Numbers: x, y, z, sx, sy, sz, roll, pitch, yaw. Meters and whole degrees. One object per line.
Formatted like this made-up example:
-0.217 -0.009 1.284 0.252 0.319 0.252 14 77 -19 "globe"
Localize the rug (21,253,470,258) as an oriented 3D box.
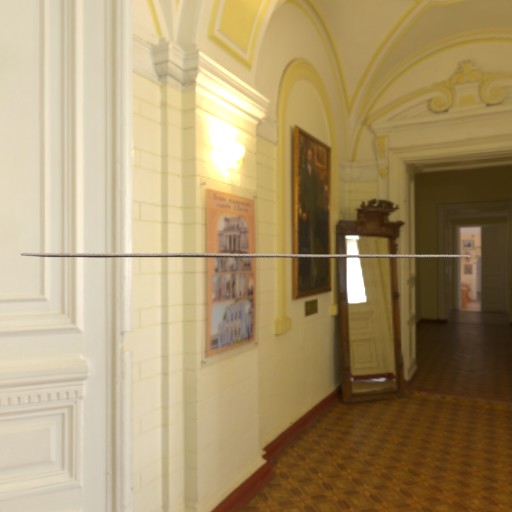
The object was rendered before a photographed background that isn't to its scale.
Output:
0.000 0.000 2.653 2.383 0.018 0.857 0 -1 -17 "rug"
